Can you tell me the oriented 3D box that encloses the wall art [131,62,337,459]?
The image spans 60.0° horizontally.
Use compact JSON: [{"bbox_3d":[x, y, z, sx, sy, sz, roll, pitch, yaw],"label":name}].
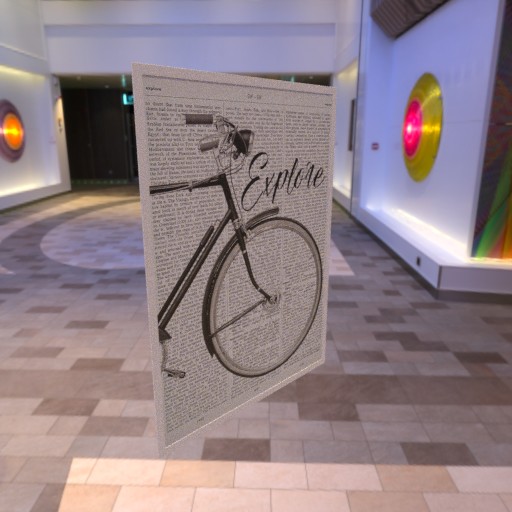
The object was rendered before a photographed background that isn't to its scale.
[{"bbox_3d":[0.000,0.000,0.811,0.003,0.610,0.457,15,21,43],"label":"wall art"}]
